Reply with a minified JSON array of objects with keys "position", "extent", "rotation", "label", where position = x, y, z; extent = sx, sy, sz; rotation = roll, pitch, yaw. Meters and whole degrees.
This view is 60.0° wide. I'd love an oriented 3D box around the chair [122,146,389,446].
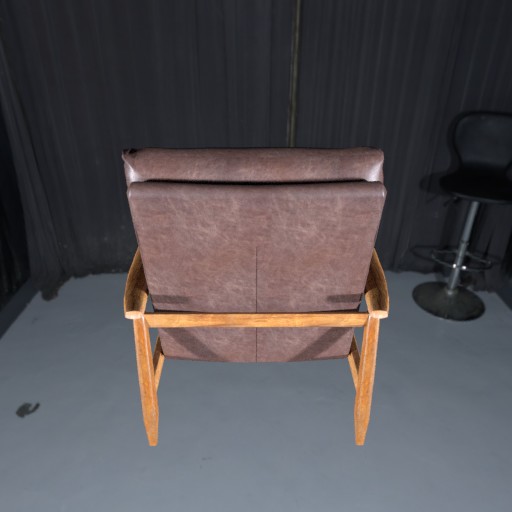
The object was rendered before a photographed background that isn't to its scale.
[{"position":[0.000,0.000,1.517],"extent":[0.782,0.897,0.830],"rotation":[0,29,0],"label":"chair"}]
